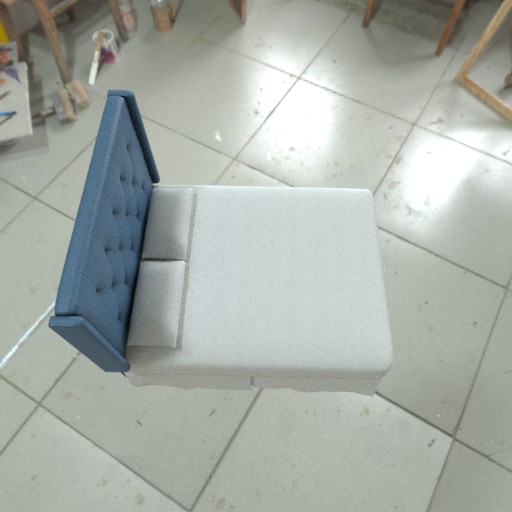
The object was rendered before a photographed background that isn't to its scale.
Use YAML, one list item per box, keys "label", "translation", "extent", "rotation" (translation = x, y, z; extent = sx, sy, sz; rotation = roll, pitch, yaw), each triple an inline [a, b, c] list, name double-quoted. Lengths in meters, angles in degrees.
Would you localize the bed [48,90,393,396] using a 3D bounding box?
- label: "bed"
  translation: [0.000, 0.000, 3.346]
  extent: [2.078, 1.665, 1.719]
  rotation: [1, 62, 1]
